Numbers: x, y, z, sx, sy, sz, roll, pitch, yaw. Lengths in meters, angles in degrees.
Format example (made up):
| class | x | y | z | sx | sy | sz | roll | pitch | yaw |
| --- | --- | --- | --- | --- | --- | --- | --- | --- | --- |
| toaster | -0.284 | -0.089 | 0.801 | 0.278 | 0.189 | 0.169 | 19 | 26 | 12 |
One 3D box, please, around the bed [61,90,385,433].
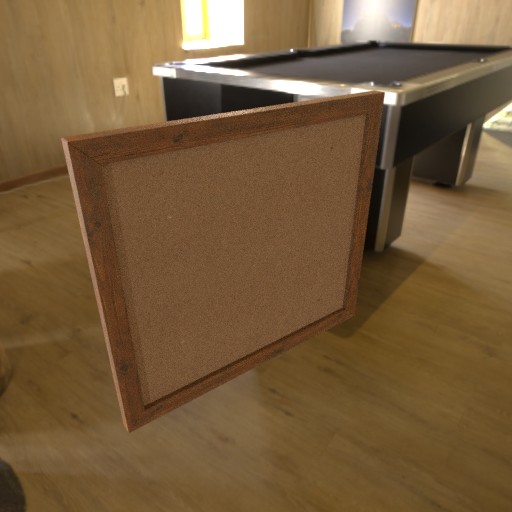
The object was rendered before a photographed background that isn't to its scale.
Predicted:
| class | x | y | z | sx | sy | sz | roll | pitch | yaw |
| --- | --- | --- | --- | --- | --- | --- | --- | --- | --- |
| bed | 0.000 | 0.000 | 1.476 | 1.046 | 0.942 | 0.046 | -20 | 35 | -31 |
